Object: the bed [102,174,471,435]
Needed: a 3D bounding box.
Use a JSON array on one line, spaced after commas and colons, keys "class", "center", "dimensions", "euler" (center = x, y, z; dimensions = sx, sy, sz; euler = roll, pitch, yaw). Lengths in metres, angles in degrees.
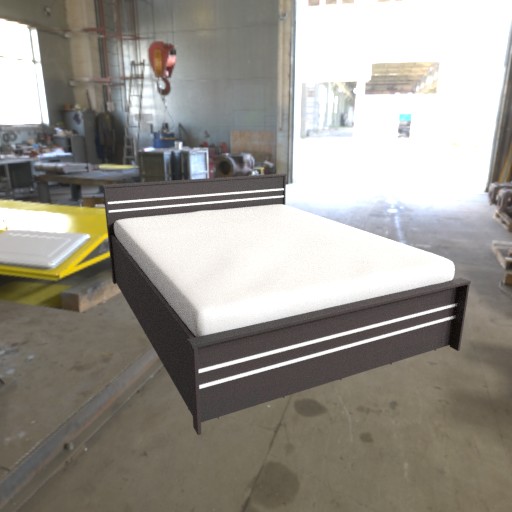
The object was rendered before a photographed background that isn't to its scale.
[{"class": "bed", "center": [0.000, 0.000, 3.034], "dimensions": [1.634, 0.808, 2.103], "euler": [-9, 19, -25]}]
